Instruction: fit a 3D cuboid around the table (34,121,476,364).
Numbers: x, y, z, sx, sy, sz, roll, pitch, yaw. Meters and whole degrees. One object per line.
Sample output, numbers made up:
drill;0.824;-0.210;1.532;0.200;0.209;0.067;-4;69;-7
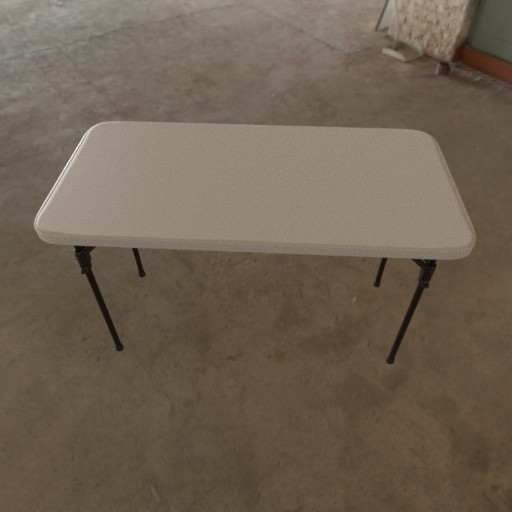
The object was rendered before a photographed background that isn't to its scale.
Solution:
table;0.000;0.000;1.642;1.219;0.729;0.610;2;46;2
